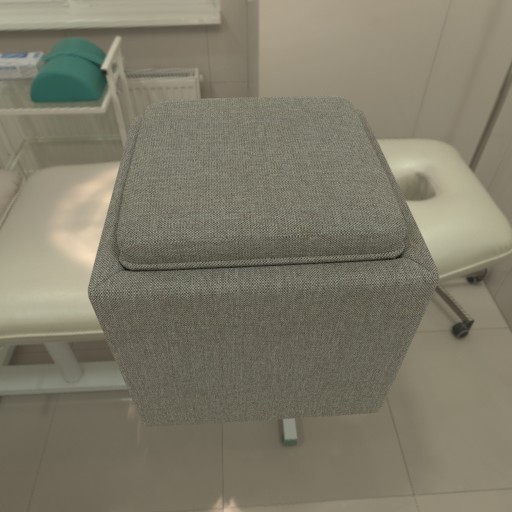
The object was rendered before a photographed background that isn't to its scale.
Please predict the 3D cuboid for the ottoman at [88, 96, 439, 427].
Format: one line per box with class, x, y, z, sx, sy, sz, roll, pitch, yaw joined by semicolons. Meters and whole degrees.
ottoman;0.000;0.000;0.826;0.450;0.460;0.450;-3;46;-3
